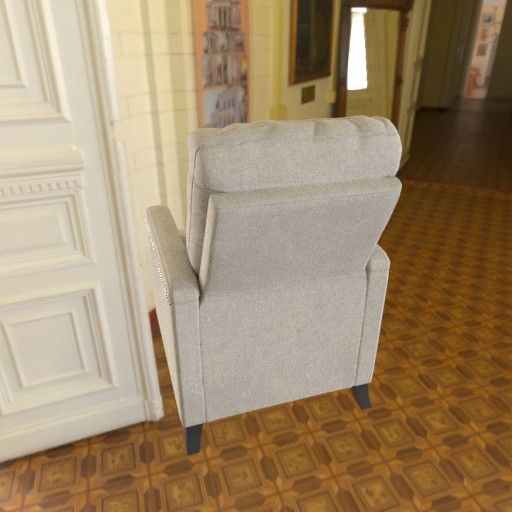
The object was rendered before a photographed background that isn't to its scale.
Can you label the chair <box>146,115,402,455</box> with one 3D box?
[{"bbox_3d":[0.000,0.000,1.605,0.710,1.049,0.922,-8,27,-16],"label":"chair"}]
